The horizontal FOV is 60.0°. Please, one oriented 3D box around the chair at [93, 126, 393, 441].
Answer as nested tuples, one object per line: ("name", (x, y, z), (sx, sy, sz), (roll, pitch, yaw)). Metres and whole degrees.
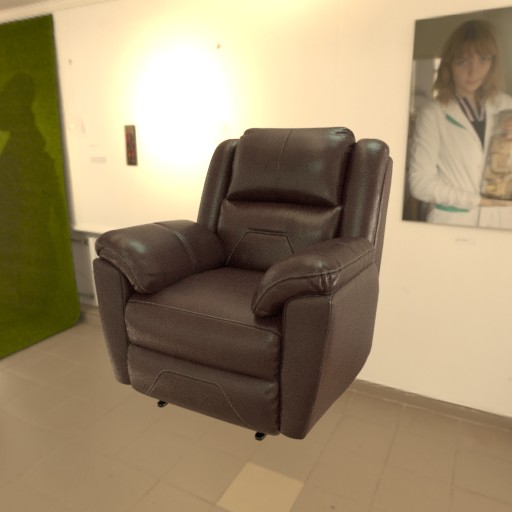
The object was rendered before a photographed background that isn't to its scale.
("chair", (0.000, 0.000, 1.927), (0.990, 1.093, 1.041), (7, 17, 26))
